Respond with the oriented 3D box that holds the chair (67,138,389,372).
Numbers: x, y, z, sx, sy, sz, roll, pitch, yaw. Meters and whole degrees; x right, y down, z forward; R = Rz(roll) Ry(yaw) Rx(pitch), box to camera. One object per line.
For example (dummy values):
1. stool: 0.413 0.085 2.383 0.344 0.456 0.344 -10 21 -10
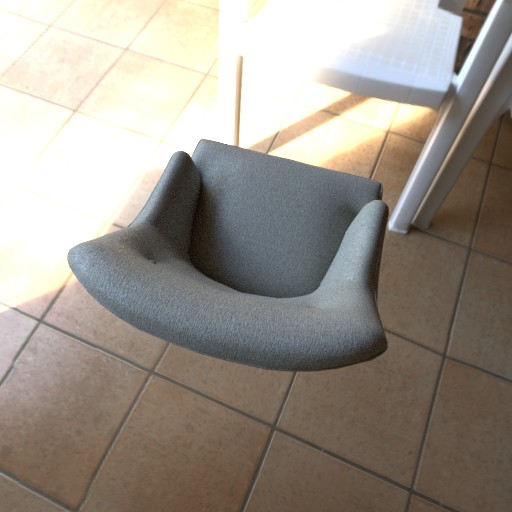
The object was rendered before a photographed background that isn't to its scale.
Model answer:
1. chair: 0.000 0.000 1.584 0.864 0.856 0.923 16 65 8
